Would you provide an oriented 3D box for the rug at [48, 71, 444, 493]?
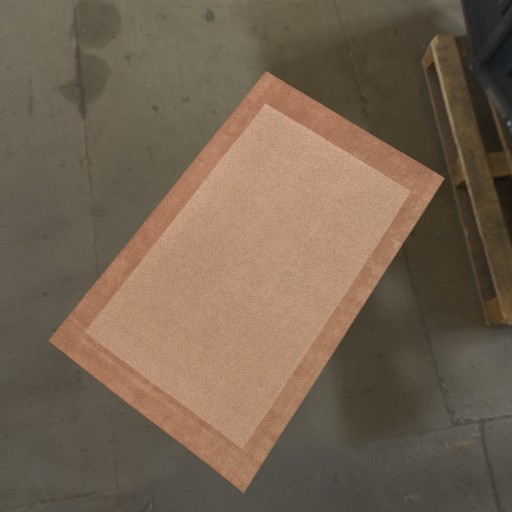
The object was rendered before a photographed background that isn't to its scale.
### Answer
[{"bbox_3d":[0.000,0.000,2.960,1.524,0.014,2.438,34,78,8],"label":"rug"}]
